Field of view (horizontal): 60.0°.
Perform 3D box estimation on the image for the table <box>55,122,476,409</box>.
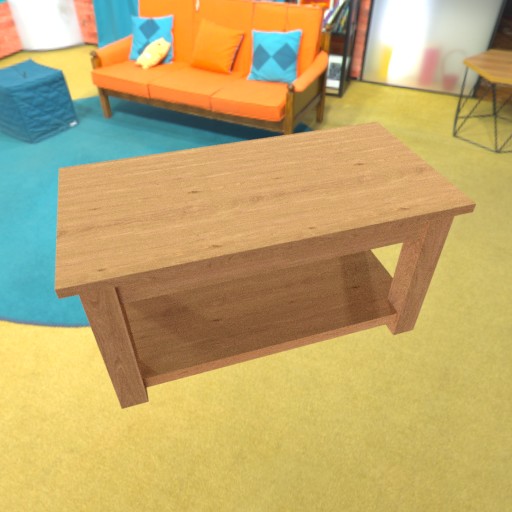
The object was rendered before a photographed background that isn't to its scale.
[{"bbox_3d":[0.000,0.000,1.206,0.899,0.452,0.450,-12,43,-13],"label":"table"}]
